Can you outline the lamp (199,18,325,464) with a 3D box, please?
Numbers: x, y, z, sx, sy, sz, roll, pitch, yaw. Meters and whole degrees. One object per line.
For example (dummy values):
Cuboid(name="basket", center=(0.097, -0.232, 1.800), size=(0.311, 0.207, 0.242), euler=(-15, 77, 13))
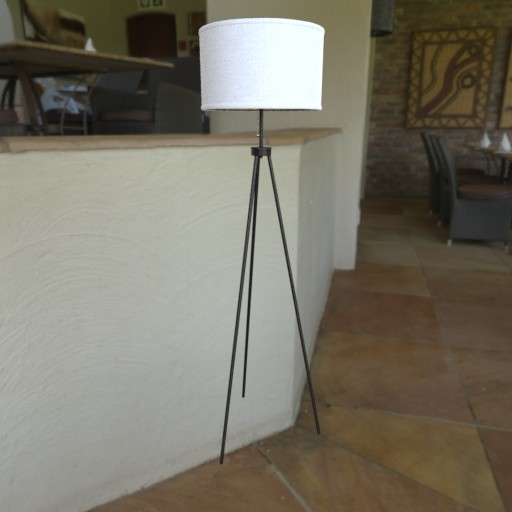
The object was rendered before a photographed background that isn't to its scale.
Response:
Cuboid(name="lamp", center=(0.000, 0.000, 1.692), size=(0.448, 1.545, 0.458), euler=(-8, 19, -26))
